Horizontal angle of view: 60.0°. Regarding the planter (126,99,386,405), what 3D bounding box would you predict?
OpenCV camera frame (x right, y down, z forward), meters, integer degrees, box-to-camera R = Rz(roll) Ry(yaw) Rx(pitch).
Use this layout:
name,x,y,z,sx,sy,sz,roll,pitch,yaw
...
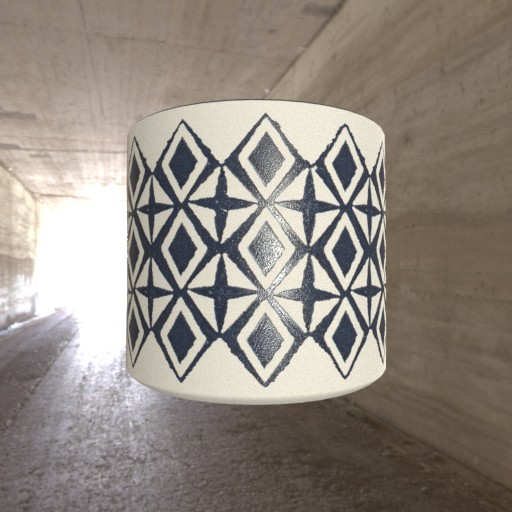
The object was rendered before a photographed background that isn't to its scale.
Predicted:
name,x,y,z,sx,sy,sz,roll,pitch,yaw
planter,0.000,0.000,0.283,0.159,0.144,0.159,0,-1,0
